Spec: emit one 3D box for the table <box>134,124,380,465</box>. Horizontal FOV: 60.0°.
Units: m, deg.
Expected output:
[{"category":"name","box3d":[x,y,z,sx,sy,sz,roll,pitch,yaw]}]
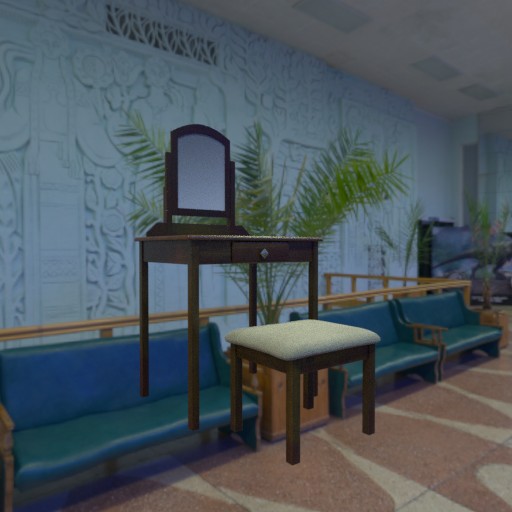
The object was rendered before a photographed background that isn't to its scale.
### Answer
[{"category":"table","box3d":[0.000,0.000,2.347,0.876,1.631,1.211,-1,1,-37]}]
